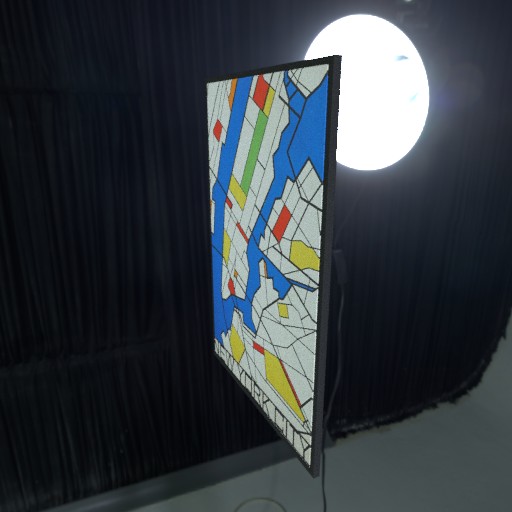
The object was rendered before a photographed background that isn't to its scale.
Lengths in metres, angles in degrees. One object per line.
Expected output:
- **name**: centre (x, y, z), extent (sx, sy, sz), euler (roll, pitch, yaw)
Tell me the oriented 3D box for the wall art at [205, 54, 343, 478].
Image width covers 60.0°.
- **wall art**: centre (0.000, 0.000, 0.845), extent (0.013, 0.657, 0.457), euler (-9, 20, -25)
